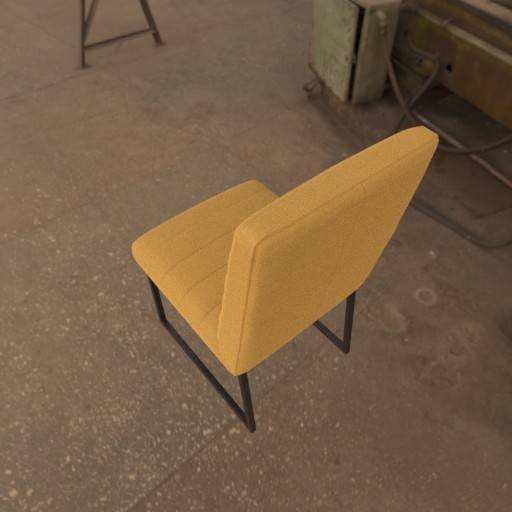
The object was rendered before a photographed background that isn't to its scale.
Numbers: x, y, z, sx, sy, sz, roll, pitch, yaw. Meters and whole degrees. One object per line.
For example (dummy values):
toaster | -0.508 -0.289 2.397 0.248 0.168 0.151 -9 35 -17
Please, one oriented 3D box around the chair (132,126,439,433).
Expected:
chair | 0.000 0.000 1.307 0.520 0.930 0.634 -32 55 -26
